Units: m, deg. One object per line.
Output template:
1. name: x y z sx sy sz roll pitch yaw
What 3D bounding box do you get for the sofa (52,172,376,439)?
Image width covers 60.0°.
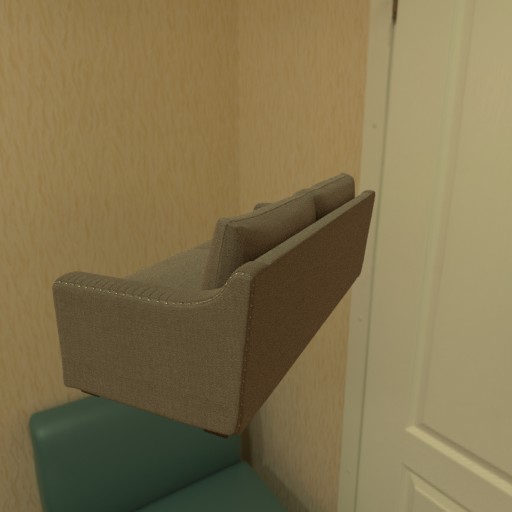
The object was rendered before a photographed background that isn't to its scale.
1. sofa: 0.000 0.000 2.697 1.000 0.857 2.208 7 18 24
